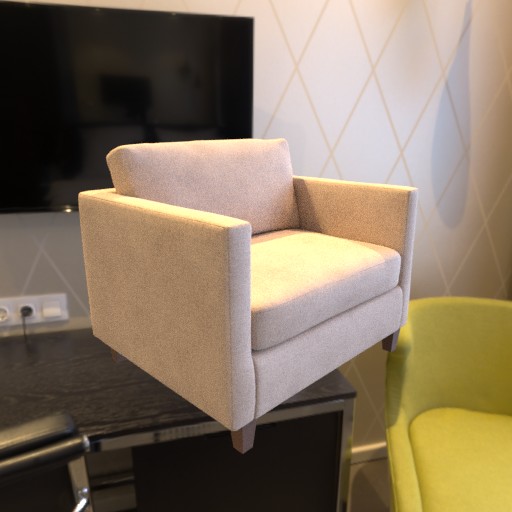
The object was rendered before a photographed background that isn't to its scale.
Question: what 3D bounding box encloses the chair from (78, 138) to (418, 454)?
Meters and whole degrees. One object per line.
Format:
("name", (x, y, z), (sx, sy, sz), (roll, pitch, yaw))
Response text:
("chair", (0.000, 0.000, 1.908), (1.133, 0.961, 0.959), (-15, 22, -43))
